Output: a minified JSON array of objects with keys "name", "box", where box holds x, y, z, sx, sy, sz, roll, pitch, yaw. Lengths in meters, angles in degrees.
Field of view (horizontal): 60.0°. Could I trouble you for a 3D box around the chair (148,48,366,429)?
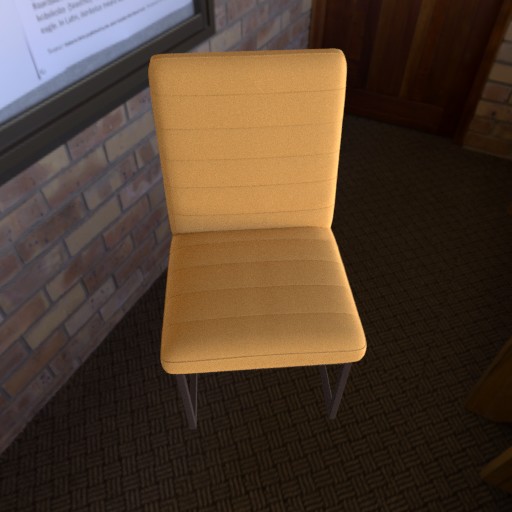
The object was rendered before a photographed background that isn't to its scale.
[{"name":"chair","box":[0.000,0.000,1.278,0.520,0.930,0.634,-3,47,-3]}]
